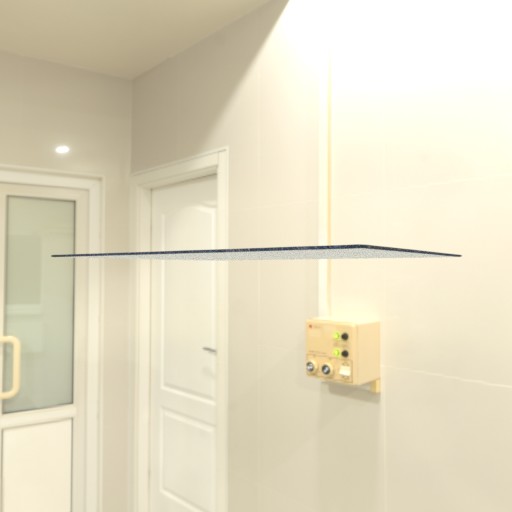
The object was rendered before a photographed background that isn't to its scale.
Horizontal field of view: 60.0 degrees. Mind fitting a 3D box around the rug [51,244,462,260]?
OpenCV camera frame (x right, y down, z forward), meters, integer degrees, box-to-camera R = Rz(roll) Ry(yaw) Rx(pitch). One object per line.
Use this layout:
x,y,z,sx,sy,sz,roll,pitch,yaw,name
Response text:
0.000,0.000,4.294,3.245,0.024,2.385,-1,-2,37,rug
